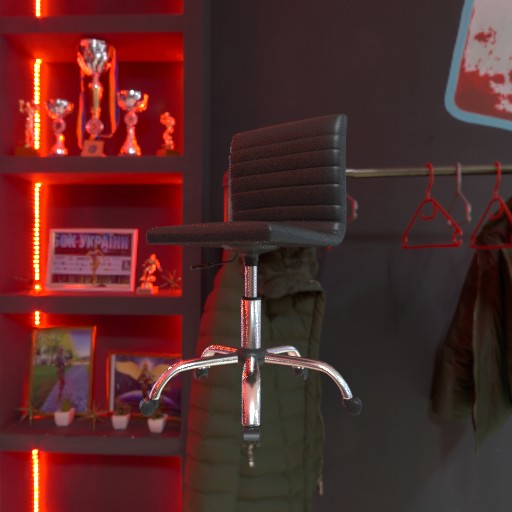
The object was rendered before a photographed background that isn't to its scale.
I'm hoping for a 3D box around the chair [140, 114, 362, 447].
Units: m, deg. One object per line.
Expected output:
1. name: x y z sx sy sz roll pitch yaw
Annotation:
1. chair: 0.000 0.000 1.198 0.556 0.780 0.530 0 0 36
